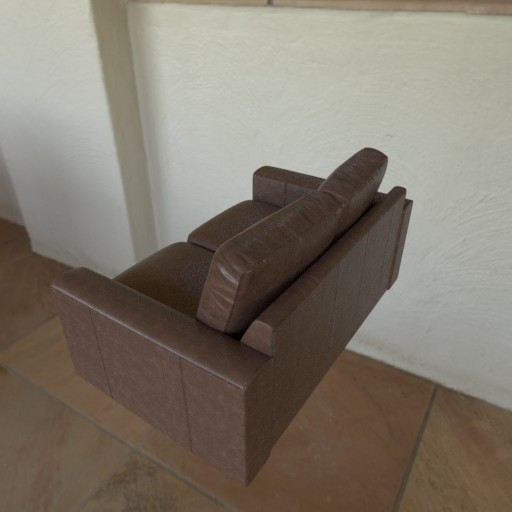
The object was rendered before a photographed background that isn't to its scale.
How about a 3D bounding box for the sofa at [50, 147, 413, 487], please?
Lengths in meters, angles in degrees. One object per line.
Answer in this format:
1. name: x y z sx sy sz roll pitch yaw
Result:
1. sofa: 0.000 0.000 2.185 1.016 0.873 1.616 20 37 28
